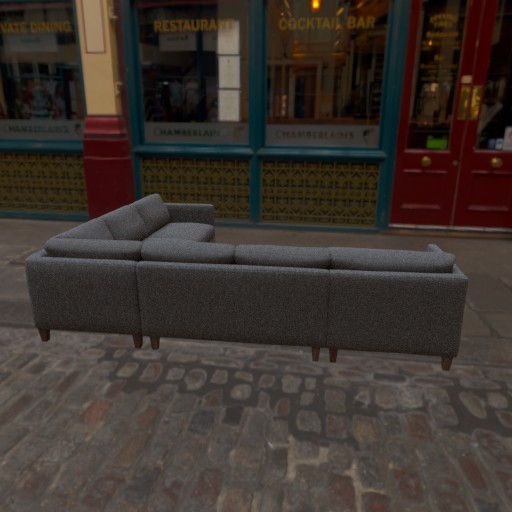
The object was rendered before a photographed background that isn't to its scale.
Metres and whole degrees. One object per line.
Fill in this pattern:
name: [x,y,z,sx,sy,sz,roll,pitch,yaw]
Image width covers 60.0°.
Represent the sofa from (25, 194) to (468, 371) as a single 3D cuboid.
sofa: [0.000,0.000,4.396,3.238,0.853,2.551,2,17,8]
